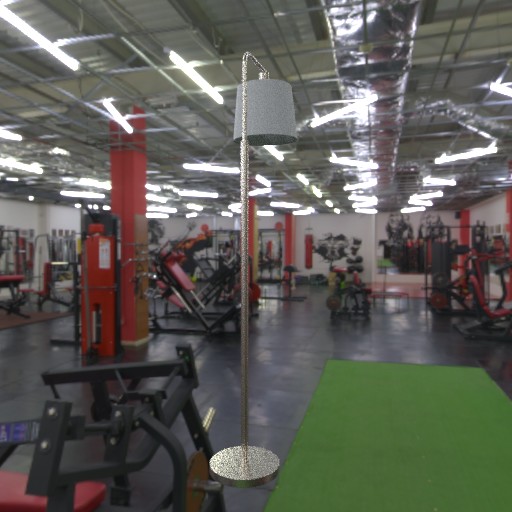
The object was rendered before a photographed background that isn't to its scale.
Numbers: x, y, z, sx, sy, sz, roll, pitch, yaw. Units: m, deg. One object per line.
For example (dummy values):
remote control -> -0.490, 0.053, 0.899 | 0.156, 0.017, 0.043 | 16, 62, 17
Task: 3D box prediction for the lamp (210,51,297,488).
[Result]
lamp -> 0.000, 0.000, 1.655 | 0.254, 1.478, 0.508 | 0, 1, 17
